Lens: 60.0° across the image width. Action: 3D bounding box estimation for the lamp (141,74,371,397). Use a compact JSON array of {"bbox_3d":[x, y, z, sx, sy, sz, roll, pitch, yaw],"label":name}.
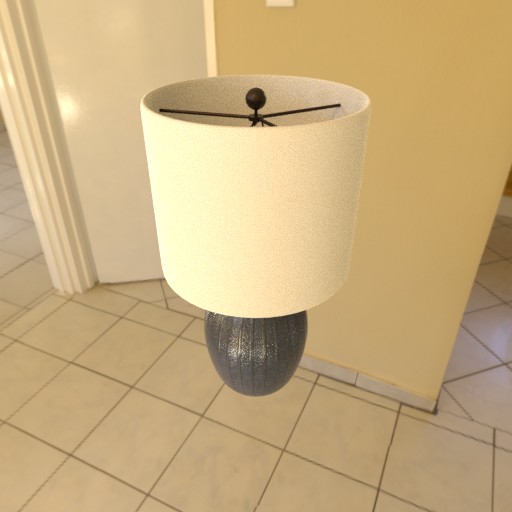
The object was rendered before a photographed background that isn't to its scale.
[{"bbox_3d":[0.000,0.000,0.788,0.329,0.570,0.329,9,33,13],"label":"lamp"}]
